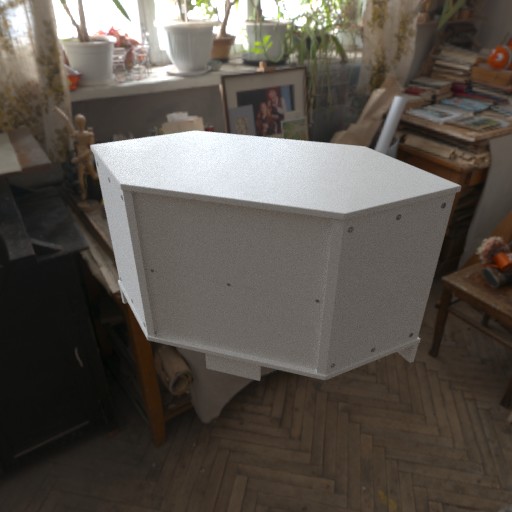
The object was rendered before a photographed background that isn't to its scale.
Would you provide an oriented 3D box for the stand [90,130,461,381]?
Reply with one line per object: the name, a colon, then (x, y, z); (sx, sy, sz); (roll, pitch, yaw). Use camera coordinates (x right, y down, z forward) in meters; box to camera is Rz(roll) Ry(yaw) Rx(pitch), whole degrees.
stand: (0.000, 0.000, 1.401); (1.072, 0.614, 0.477); (9, 34, 14)
